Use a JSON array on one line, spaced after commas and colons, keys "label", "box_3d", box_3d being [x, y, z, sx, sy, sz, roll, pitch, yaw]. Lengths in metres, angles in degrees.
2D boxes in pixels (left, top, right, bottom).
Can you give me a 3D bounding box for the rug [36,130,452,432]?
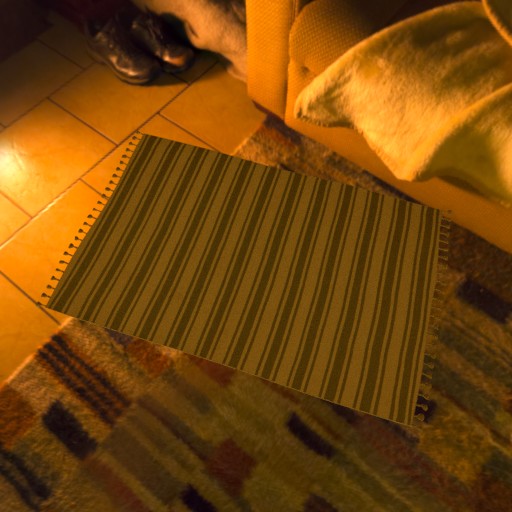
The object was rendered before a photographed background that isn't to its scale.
[{"label": "rug", "box_3d": [0.000, 0.000, 2.253, 1.875, 0.013, 1.162, 16, 64, 8]}]
